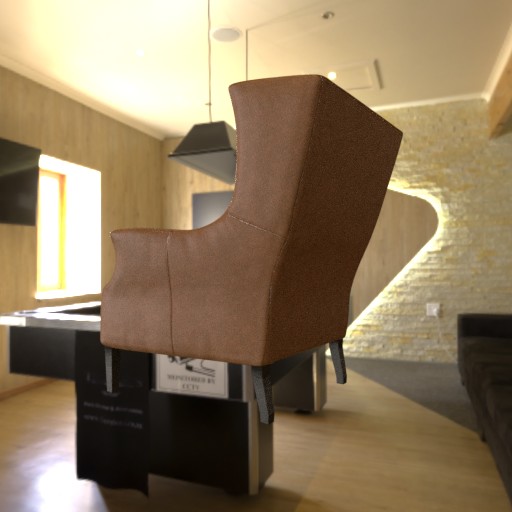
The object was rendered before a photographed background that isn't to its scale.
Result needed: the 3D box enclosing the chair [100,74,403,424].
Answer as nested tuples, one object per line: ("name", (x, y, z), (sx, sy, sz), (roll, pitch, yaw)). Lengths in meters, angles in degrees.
("chair", (0.000, 0.000, 1.701), (0.925, 1.016, 0.852), (0, 0, 36))
